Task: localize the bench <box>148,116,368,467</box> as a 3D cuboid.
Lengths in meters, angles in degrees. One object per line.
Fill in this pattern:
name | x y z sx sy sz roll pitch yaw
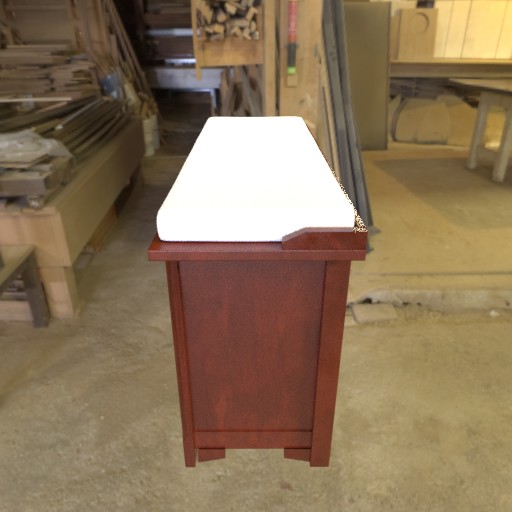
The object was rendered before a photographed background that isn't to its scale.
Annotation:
bench | 0.000 0.000 1.305 0.369 0.646 0.987 0 27 0
